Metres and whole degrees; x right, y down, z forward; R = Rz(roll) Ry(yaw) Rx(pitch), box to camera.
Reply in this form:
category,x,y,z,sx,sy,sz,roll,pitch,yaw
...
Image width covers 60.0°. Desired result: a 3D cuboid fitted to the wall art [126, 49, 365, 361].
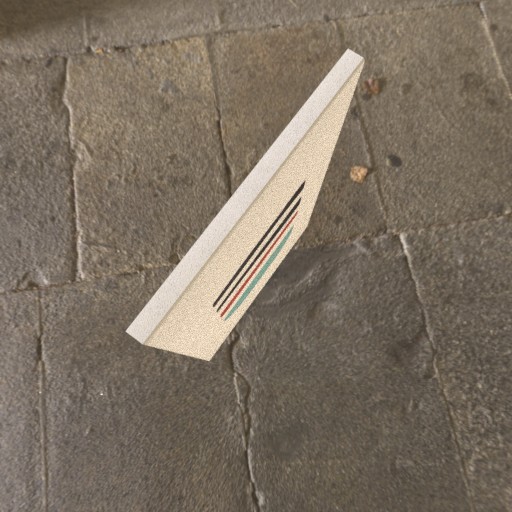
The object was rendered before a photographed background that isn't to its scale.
category,x,y,z,sx,sy,sz,roll,pitch,yaw
wall art,0.000,0.000,1.156,0.038,0.912,0.607,35,78,9
